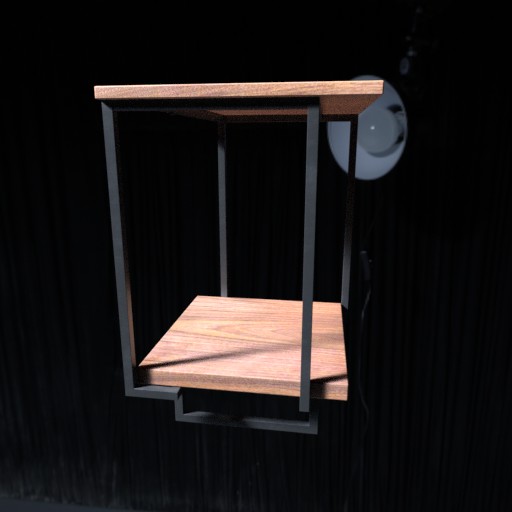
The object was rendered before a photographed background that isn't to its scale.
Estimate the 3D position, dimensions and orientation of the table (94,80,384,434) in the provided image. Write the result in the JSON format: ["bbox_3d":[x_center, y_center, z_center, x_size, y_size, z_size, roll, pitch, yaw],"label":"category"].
[{"bbox_3d":[0.000,0.000,0.843,0.384,0.567,0.411,2,15,8],"label":"table"}]
